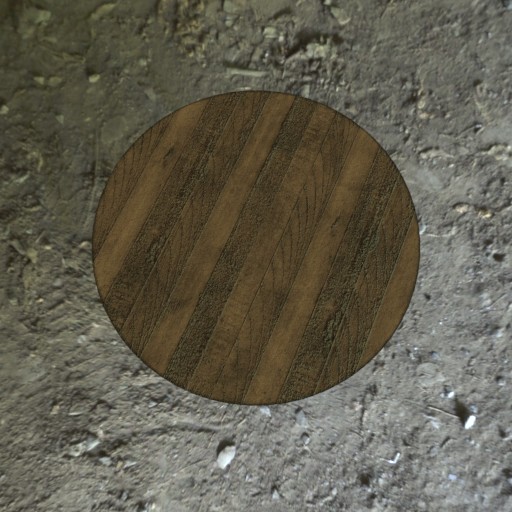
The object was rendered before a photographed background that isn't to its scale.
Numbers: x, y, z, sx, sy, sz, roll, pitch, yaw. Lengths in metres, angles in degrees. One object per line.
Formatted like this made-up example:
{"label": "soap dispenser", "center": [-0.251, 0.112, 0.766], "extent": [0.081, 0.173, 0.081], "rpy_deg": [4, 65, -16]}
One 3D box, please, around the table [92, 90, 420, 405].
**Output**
{"label": "table", "center": [0.000, 0.000, 1.356], "extent": [0.837, 0.462, 0.837], "rpy_deg": [0, 75, 0]}
